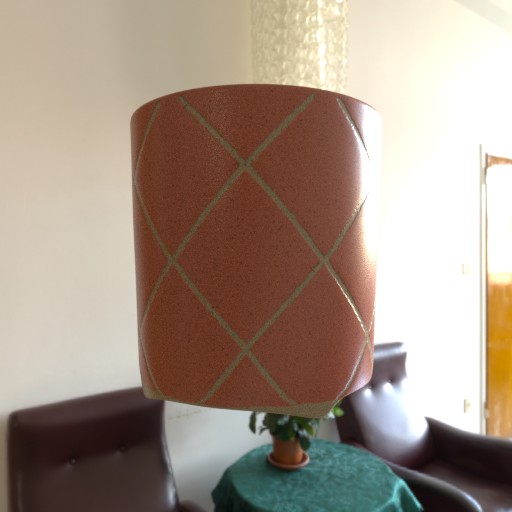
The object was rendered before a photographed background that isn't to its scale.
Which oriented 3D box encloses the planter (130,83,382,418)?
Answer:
[{"bbox_3d":[0.000,0.000,0.349,0.191,0.200,0.191,0,0,0],"label":"planter"}]
